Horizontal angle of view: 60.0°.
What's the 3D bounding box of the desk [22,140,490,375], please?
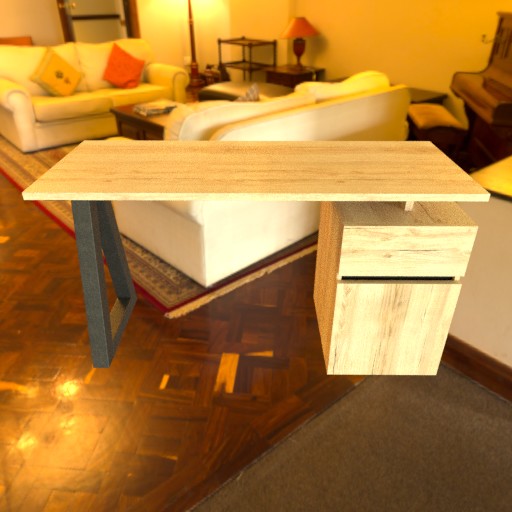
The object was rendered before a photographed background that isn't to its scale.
[{"bbox_3d":[0.000,0.000,1.754,1.400,0.760,0.550,0,31,0],"label":"desk"}]
